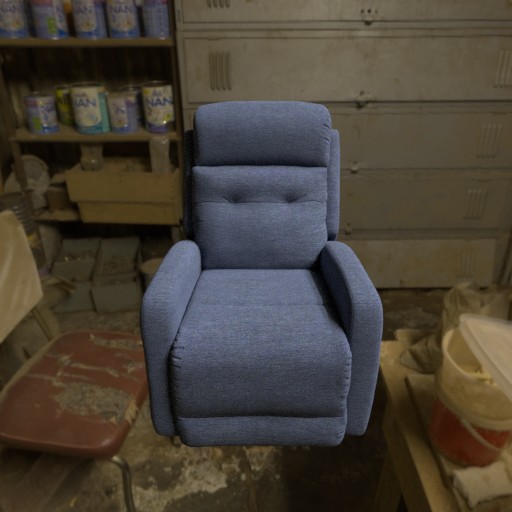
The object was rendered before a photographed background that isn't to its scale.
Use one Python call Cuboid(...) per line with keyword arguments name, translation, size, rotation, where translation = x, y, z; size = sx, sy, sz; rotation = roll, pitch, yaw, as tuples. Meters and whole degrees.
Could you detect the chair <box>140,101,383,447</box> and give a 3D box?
Cuboid(name="chair", translation=(0.000, 0.000, 1.721), size=(0.798, 1.013, 1.043), rotation=(0, 29, 0))
